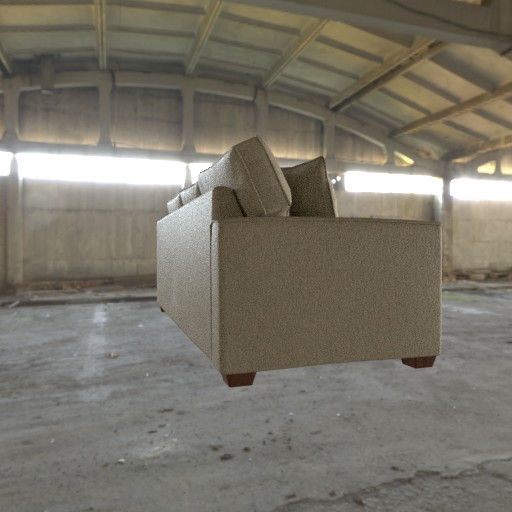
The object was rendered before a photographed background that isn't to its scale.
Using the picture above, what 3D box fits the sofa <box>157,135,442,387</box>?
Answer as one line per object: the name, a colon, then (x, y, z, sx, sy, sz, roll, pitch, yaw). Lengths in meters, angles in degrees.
sofa: (0.000, 0.000, 2.866, 1.061, 0.962, 2.317, 0, 1, -18)
